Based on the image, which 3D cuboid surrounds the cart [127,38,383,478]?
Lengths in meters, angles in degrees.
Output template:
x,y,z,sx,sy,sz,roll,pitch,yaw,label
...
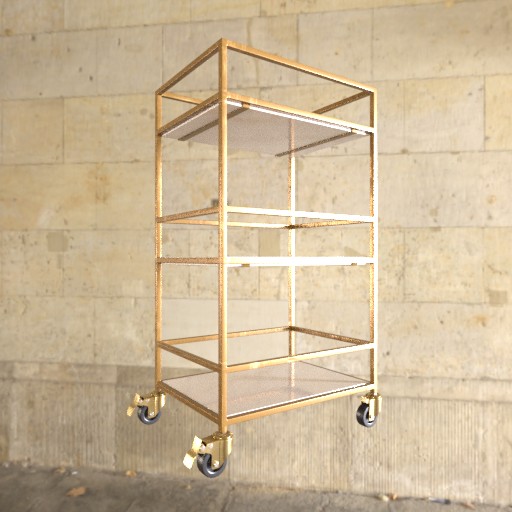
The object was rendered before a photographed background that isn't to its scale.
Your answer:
x,y,z,sx,sy,sz,roll,pitch,yaw,label
0.000,0.000,0.998,0.483,0.761,0.332,0,0,-35,cart
